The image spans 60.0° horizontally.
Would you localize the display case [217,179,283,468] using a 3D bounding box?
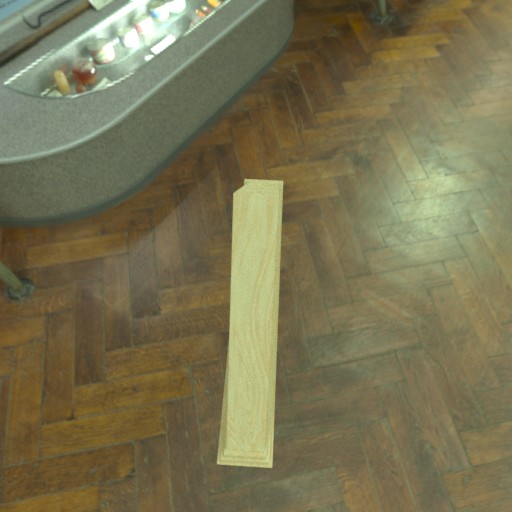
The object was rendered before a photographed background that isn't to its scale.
[{"bbox_3d":[0.000,0.000,0.783,0.095,0.340,0.640,3,59,2],"label":"display case"}]
